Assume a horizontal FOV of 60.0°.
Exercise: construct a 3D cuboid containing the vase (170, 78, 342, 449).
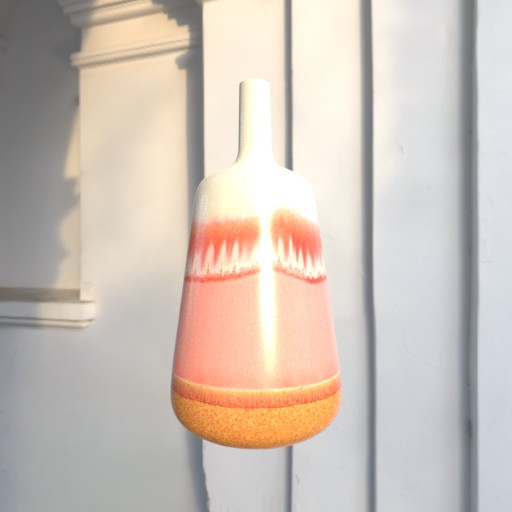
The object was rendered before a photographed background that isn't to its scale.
[{"bbox_3d":[0.000,0.000,0.381,0.144,0.296,0.144,0,0,0],"label":"vase"}]
